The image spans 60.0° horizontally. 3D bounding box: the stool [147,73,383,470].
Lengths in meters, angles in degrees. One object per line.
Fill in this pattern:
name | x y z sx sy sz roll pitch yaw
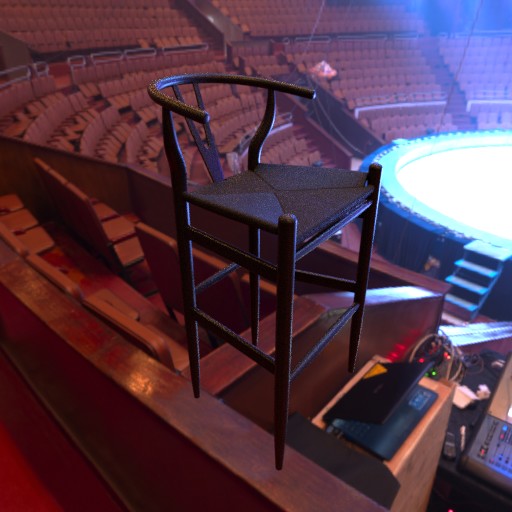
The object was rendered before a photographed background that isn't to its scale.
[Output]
stool | 0.000 0.000 1.439 0.579 1.072 0.569 17 32 31
